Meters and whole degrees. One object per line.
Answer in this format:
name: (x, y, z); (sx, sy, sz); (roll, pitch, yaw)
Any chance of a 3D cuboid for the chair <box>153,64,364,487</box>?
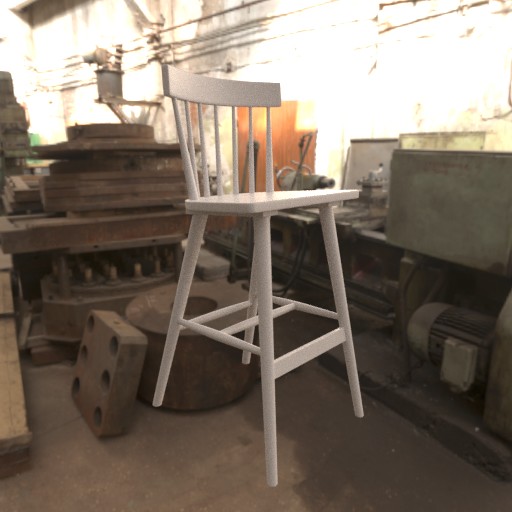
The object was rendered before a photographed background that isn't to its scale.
chair: (0.000, 0.000, 1.394); (0.572, 1.092, 0.483); (13, 19, 43)
